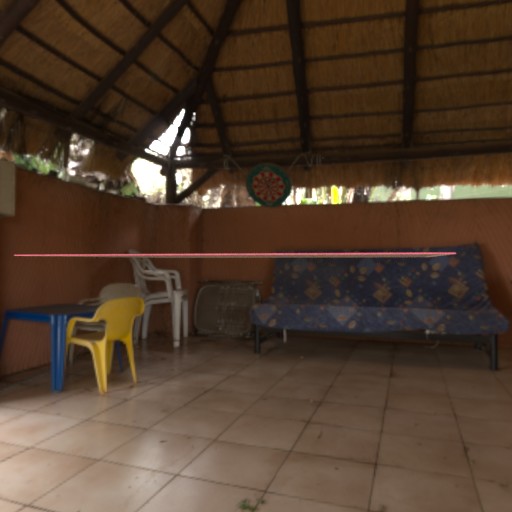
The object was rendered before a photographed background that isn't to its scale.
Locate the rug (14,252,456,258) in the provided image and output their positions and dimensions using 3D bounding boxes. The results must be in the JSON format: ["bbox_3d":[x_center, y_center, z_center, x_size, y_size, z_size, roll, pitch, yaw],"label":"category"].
[{"bbox_3d":[0.000,0.000,3.840,2.929,0.012,2.300,0,-1,18],"label":"rug"}]
